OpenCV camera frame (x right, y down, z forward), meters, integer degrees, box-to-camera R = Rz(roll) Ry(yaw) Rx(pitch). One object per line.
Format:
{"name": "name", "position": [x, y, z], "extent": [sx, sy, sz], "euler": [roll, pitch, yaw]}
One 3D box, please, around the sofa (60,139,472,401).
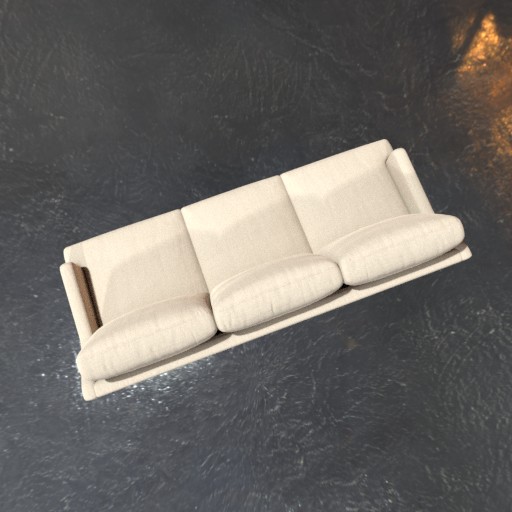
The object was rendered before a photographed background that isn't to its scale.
{"name": "sofa", "position": [0.000, 0.000, 2.799], "extent": [2.321, 0.913, 1.000], "euler": [-20, 76, -5]}
